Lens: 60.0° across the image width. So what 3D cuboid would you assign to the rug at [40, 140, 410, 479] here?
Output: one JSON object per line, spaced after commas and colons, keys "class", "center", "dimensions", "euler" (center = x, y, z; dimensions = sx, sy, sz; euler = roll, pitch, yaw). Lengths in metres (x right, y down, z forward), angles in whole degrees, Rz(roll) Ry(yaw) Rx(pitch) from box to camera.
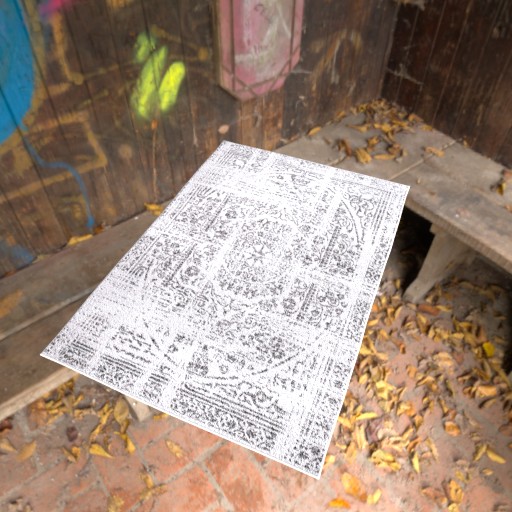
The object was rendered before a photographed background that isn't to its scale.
{"class": "rug", "center": [0.000, 0.000, 3.098], "dimensions": [1.706, 0.026, 2.438], "euler": [18, 50, 16]}
